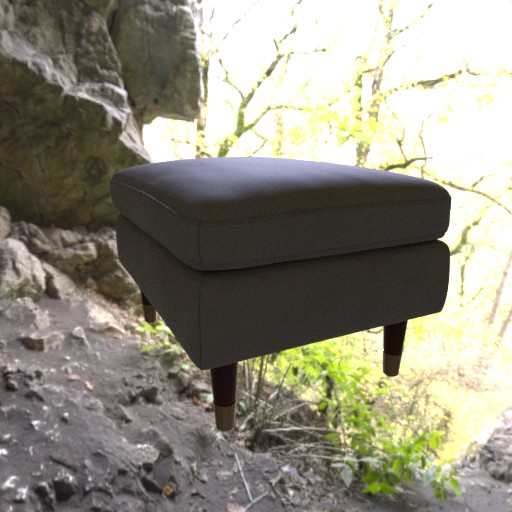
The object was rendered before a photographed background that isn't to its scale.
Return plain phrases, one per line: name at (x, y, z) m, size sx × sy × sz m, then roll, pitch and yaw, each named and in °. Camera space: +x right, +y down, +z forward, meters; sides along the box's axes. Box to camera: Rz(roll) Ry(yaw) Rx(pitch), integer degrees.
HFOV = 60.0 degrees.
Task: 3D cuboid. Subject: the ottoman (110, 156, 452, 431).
ottoman at (0.000, 0.000, 1.110) m, size 0.593 × 0.478 × 0.747 m, roll -8°, pitch 18°, yaw -26°
